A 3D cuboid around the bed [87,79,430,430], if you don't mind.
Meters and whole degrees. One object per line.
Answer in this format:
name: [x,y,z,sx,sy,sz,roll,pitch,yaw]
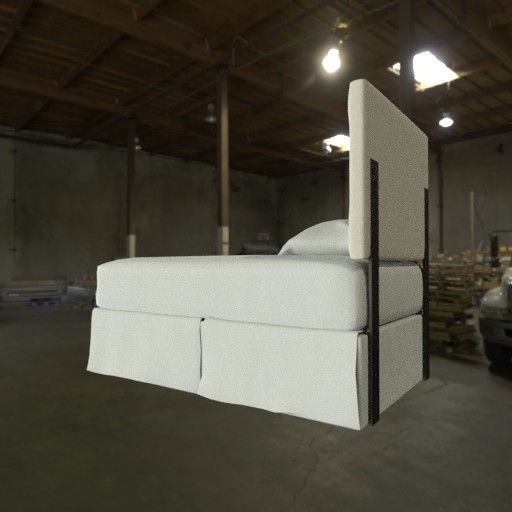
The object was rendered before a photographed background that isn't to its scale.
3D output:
bed: [0.000,0.000,2.986,1.997,1.571,1.261,-1,-1,35]
